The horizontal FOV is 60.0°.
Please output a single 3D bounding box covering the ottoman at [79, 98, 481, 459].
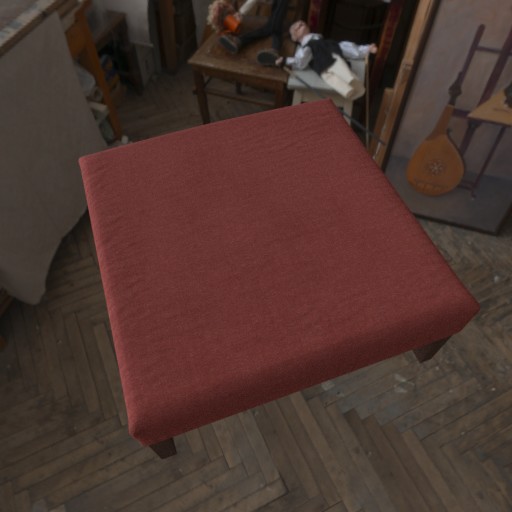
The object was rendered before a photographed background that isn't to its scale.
[{"bbox_3d":[0.000,0.000,1.387,0.890,0.411,0.889,-17,58,-11],"label":"ottoman"}]
